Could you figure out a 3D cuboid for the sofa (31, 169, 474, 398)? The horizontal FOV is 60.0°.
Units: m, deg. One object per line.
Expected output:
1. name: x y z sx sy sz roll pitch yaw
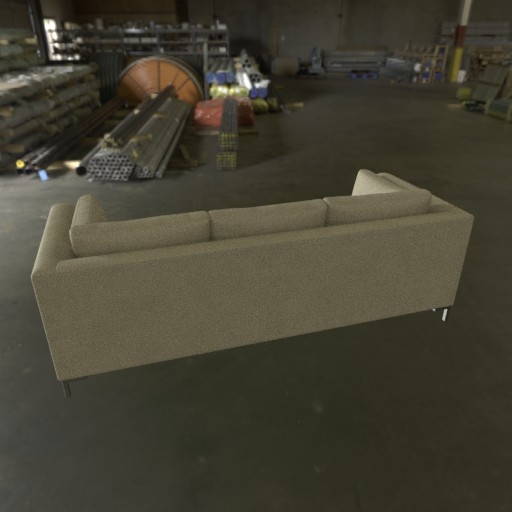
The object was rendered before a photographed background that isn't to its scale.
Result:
1. sofa: 0.000 0.000 2.853 2.415 0.867 0.969 -8 28 -15
